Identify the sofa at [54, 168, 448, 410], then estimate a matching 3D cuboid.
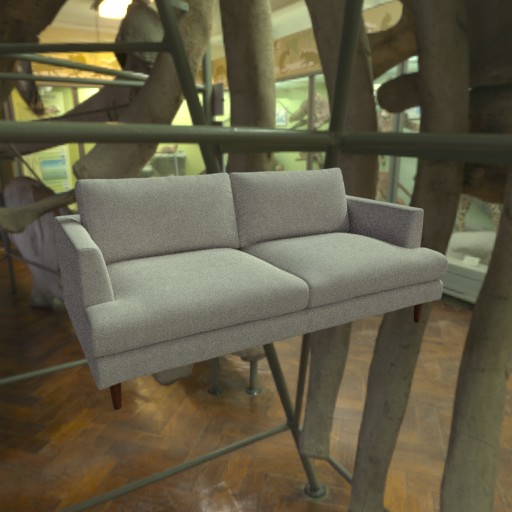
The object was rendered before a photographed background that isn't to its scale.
[{"bbox_3d":[0.000,0.000,2.466,1.948,0.868,1.020,-9,18,-28],"label":"sofa"}]
